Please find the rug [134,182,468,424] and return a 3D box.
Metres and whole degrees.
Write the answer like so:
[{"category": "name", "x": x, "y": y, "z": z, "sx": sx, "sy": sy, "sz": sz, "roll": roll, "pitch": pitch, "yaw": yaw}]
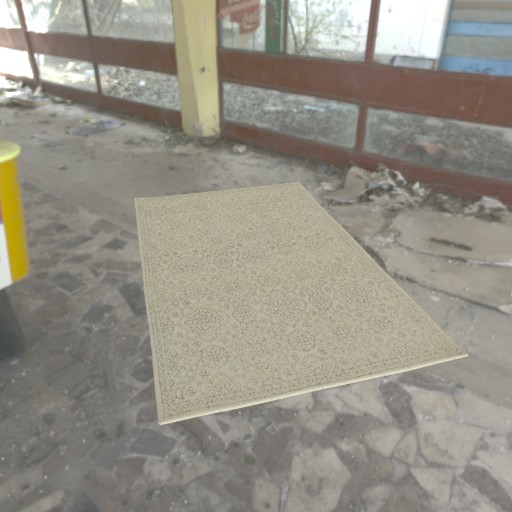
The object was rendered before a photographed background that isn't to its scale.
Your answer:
[{"category": "rug", "x": 0.000, "y": 0.000, "z": 2.418, "sx": 1.214, "sy": 0.023, "sz": 1.947, "roll": -8, "pitch": 32, "yaw": -13}]
